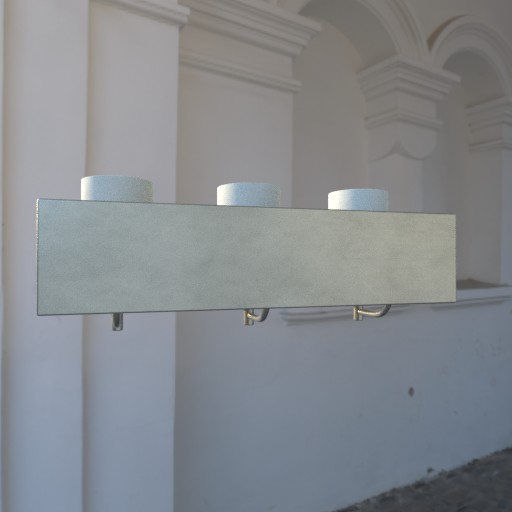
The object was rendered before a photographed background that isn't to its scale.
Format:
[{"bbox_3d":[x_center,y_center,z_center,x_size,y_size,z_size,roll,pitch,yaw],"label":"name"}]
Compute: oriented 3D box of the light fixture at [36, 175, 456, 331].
[{"bbox_3d":[0.000,0.000,0.529,0.451,0.172,0.145,0,-1,-16],"label":"light fixture"}]
